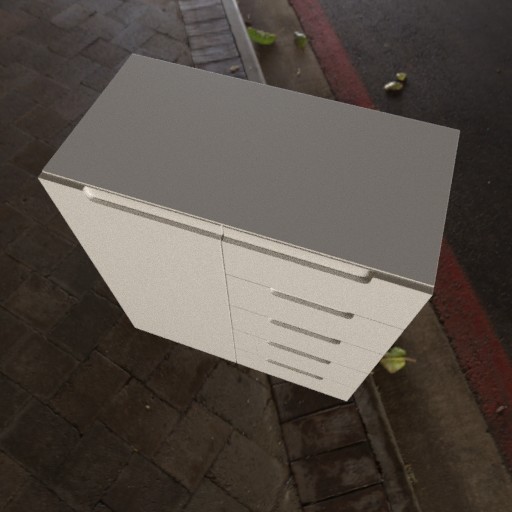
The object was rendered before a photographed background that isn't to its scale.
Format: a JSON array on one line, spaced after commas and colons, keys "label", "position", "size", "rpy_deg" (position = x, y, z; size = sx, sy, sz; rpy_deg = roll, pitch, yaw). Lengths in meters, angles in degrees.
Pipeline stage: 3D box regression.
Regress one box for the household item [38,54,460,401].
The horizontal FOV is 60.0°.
[{"label": "household item", "position": [0.000, 0.000, 1.314], "size": [0.800, 0.870, 0.420], "rpy_deg": [17, 61, 10]}]
